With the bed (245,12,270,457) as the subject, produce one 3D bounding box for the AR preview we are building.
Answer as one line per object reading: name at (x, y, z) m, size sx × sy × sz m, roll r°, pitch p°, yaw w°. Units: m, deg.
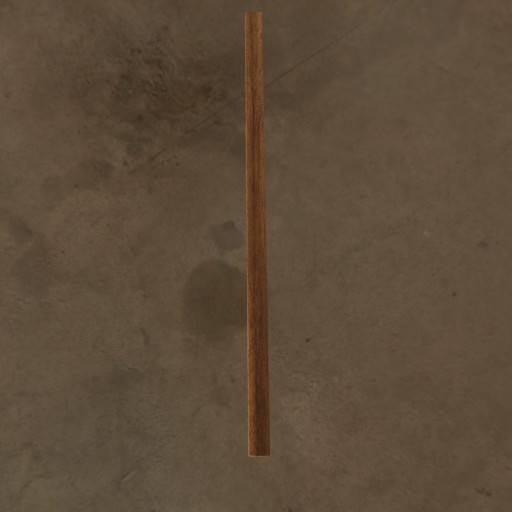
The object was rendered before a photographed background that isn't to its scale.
bed at (0.000, 0.000, 1.452) m, size 0.043 × 0.940 × 1.041 m, roll -1°, pitch 76°, yaw 0°
